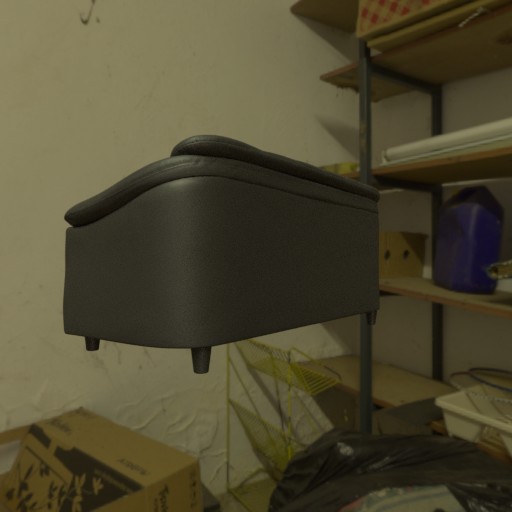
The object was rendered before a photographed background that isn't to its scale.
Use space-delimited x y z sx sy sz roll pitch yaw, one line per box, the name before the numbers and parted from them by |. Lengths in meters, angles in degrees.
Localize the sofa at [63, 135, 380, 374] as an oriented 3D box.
sofa | 0.000 0.000 2.278 0.800 0.811 1.829 -1 -1 37
